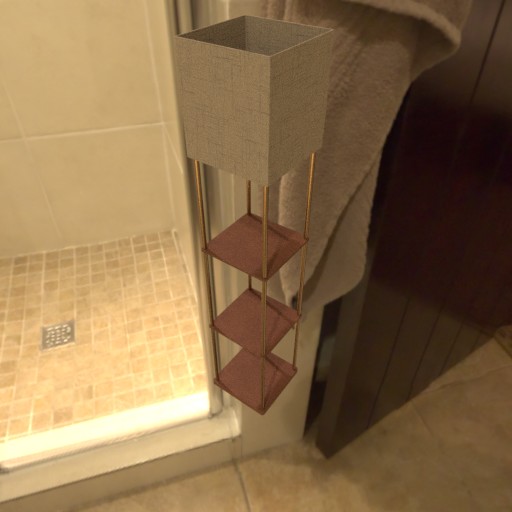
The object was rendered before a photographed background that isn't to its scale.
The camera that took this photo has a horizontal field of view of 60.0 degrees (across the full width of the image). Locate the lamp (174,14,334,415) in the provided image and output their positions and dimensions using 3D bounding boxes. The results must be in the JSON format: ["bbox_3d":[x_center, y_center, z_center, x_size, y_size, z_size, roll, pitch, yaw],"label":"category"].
[{"bbox_3d":[0.000,0.000,1.696,0.308,1.569,0.310,25,46,27],"label":"lamp"}]
